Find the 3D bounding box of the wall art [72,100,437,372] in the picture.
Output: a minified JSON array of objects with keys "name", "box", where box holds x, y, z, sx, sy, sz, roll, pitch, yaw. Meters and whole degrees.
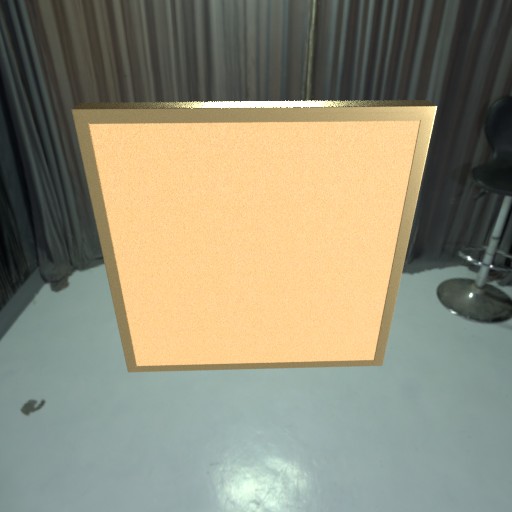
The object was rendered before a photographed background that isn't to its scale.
[{"name":"wall art","box":[0.000,0.000,0.460,0.305,0.305,0.023,-1,32,-2]}]
